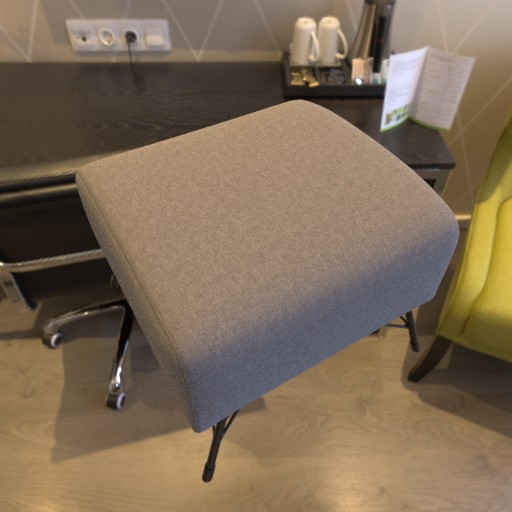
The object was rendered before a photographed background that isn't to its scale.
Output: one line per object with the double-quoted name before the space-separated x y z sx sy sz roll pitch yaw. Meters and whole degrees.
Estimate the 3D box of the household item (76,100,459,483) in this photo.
"household item" 0.000 0.000 0.882 0.530 0.410 0.530 -24 52 -20
